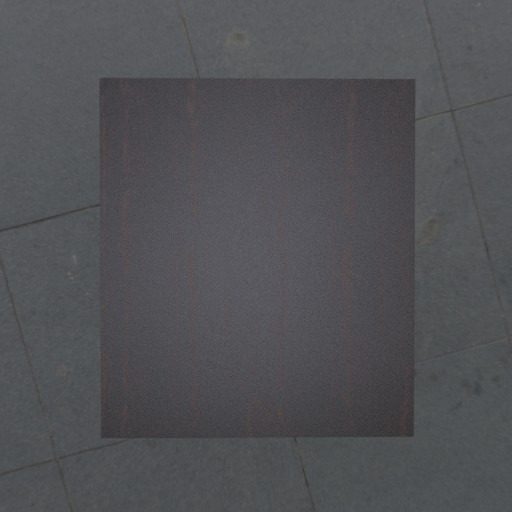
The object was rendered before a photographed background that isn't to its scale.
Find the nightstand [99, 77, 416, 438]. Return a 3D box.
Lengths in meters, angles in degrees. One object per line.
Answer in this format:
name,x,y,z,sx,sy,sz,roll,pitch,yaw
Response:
nightstand,0.000,0.000,0.845,0.427,0.487,0.489,0,91,-1
